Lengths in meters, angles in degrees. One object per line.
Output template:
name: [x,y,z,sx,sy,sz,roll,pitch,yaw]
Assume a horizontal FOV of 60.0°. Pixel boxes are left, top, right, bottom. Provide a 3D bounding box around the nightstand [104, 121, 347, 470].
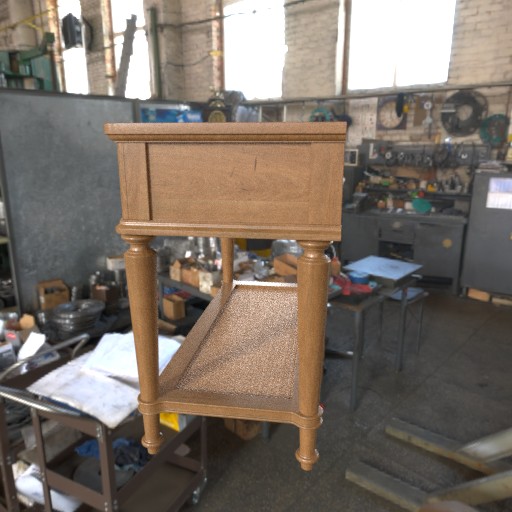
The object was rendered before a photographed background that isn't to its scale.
nightstand: [0.000,0.000,1.272,0.432,0.700,0.914,2,15,8]
